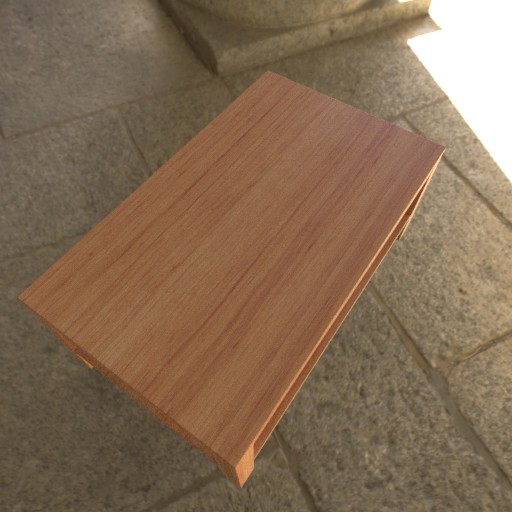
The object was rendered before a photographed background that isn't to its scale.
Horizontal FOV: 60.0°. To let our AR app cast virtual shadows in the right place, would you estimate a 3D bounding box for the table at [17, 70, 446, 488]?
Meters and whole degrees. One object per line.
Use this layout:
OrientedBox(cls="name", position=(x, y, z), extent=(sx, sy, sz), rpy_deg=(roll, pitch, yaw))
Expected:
OrientedBox(cls="table", position=(0.000, 0.000, 1.474), extent=(0.695, 0.457, 1.146), rpy_deg=(31, 63, 18))
